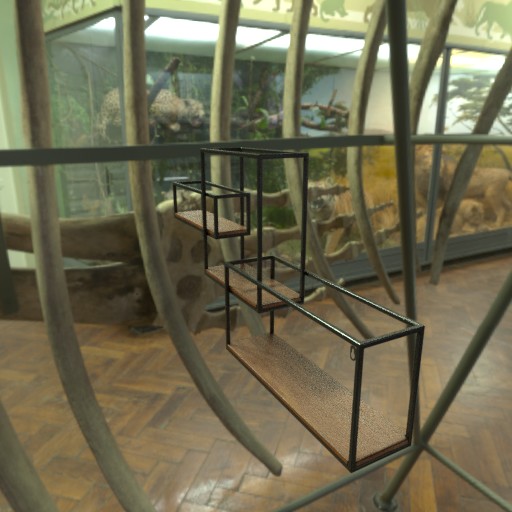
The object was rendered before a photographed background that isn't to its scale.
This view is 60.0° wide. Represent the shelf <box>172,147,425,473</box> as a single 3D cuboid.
[{"bbox_3d":[0.000,0.000,2.107,0.275,0.972,1.781,-9,18,-27],"label":"shelf"}]
